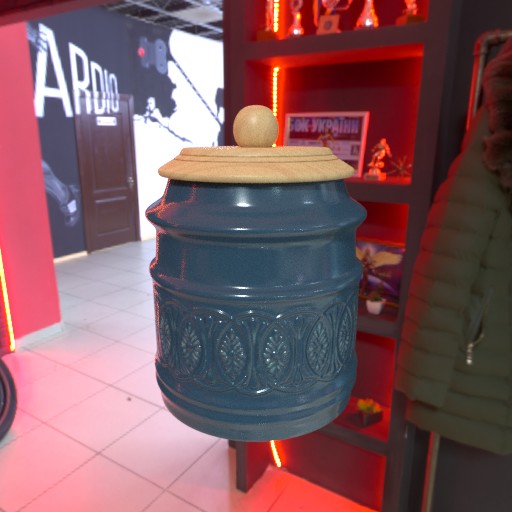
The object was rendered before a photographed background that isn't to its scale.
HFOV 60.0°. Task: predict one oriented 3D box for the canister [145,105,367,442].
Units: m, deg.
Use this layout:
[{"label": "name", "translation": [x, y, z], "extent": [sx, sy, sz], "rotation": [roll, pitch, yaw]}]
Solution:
[{"label": "canister", "translation": [0.000, 0.000, 0.274], "extent": [0.130, 0.176, 0.130], "rotation": [0, 15, 0]}]
